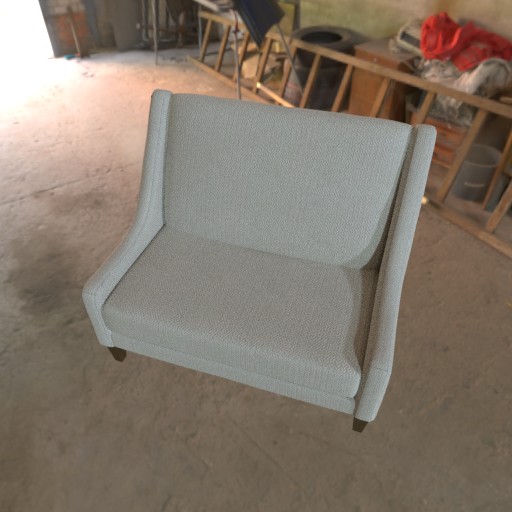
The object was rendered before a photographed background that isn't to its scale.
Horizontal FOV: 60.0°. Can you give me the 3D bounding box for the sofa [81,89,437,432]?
[{"bbox_3d":[0.000,0.000,1.906,1.242,1.022,0.870,12,44,13],"label":"sofa"}]
